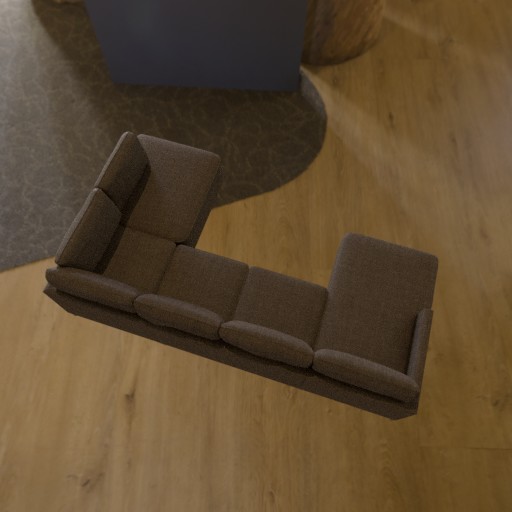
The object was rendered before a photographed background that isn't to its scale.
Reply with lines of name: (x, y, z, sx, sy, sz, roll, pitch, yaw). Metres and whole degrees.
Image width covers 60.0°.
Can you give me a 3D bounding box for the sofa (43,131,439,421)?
sofa: (0.000, 0.000, 4.341, 3.423, 0.999, 2.048, 16, 66, 7)
